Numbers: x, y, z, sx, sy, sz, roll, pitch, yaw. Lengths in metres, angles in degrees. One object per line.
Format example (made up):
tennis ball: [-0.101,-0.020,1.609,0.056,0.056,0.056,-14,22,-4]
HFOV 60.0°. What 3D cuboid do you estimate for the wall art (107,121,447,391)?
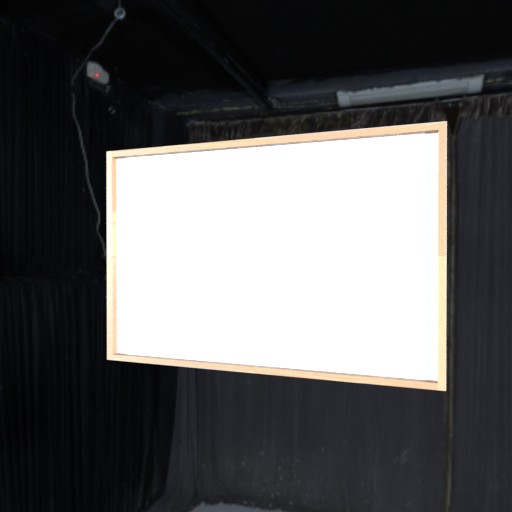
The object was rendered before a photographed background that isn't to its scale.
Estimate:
wall art: [0.000,0.000,1.156,0.914,0.607,0.023,0,0,19]
